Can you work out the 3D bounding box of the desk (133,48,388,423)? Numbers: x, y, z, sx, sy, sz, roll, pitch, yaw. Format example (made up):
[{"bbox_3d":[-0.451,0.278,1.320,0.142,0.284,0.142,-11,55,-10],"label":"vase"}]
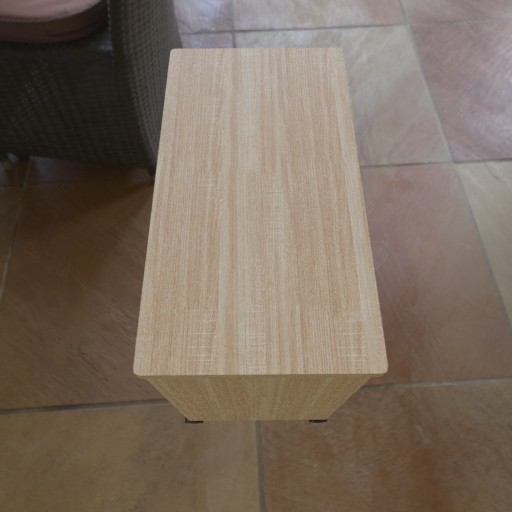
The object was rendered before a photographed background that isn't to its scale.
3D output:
[{"bbox_3d":[0.000,0.000,1.353,0.480,0.770,0.884,0,63,0],"label":"desk"}]
